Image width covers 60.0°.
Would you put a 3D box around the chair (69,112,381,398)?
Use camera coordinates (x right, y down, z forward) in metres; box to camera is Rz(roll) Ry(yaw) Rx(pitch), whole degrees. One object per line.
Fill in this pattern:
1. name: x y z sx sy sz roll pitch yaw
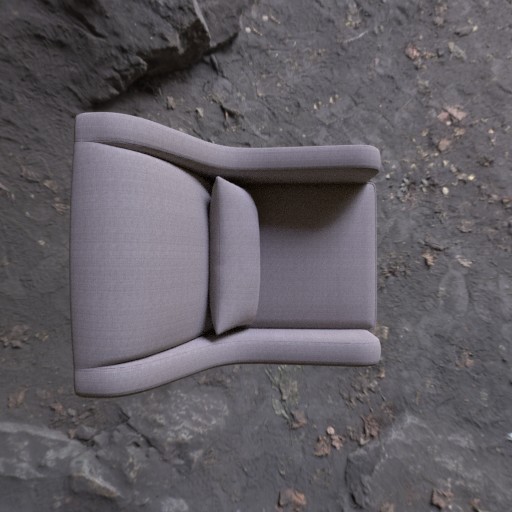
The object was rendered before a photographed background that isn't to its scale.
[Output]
1. chair: 0.000 0.000 1.556 0.890 1.017 0.715 0 90 1
